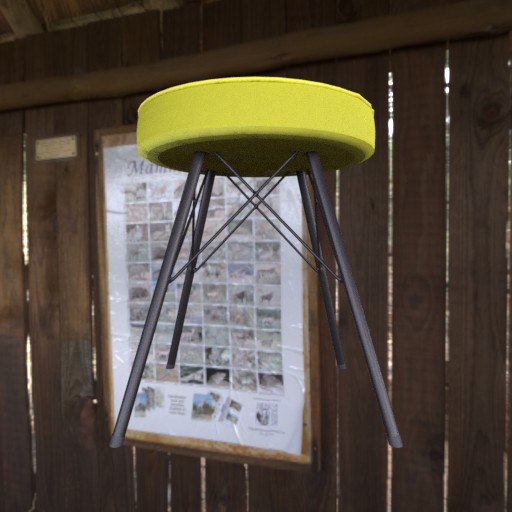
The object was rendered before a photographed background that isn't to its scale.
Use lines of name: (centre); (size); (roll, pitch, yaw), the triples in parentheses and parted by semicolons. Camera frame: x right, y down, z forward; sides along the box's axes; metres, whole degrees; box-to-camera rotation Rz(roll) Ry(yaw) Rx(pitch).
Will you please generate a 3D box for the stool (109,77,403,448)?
stool: (0.000, 0.000, 0.791); (0.409, 0.508, 0.409); (0, 1, 0)
